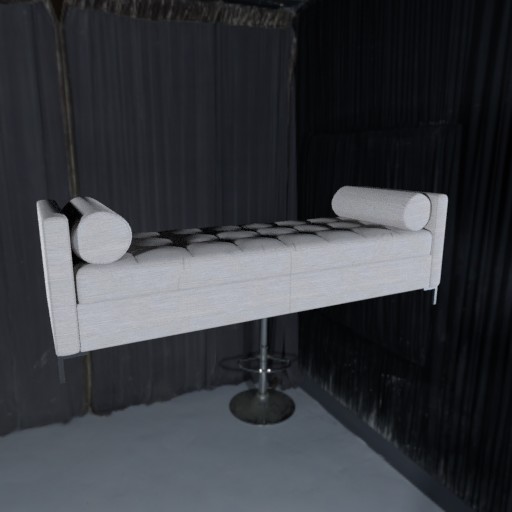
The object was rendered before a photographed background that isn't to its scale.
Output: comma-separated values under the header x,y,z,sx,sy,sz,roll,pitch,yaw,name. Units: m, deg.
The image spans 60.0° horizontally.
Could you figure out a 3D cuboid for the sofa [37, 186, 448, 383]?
x,y,z,sx,sy,sz,roll,pitch,yaw,name
0.000,0.000,2.300,1.981,0.635,0.686,-7,15,-26,sofa
